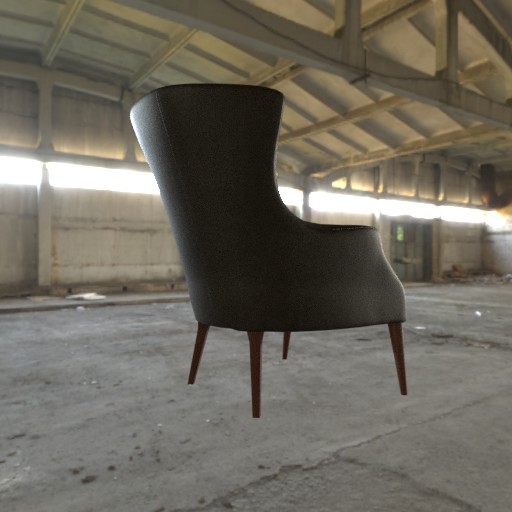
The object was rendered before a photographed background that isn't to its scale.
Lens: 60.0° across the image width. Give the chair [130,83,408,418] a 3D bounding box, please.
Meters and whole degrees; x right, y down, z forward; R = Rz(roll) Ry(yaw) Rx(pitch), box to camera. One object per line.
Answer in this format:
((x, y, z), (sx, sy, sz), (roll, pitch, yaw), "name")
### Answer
((0.000, 0.000, 1.758), (0.954, 1.068, 0.819), (0, 0, -35), "chair")
